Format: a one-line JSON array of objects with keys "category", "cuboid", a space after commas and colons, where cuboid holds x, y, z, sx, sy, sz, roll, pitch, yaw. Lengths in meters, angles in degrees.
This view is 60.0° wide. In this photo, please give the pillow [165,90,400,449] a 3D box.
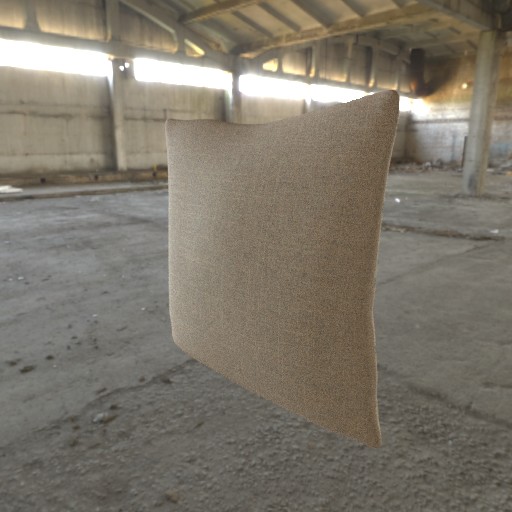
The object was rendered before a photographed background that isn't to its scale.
[{"category": "pillow", "cuboid": [0.000, 0.000, 0.853, 0.192, 0.558, 0.578, -13, 19, -43]}]
